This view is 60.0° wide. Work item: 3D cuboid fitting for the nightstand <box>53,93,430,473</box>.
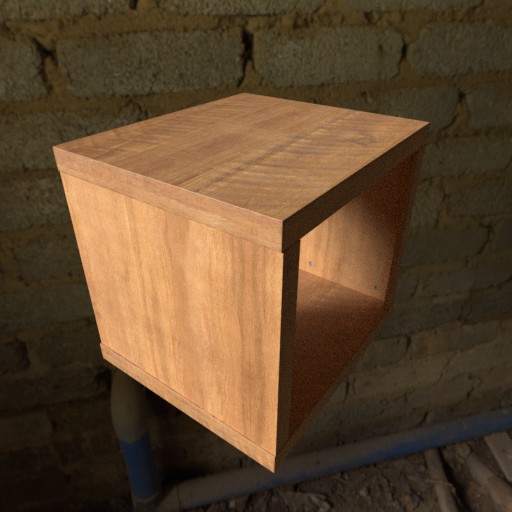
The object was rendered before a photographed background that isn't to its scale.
[{"bbox_3d":[0.000,0.000,0.882,0.436,0.491,0.493,21,37,30],"label":"nightstand"}]
